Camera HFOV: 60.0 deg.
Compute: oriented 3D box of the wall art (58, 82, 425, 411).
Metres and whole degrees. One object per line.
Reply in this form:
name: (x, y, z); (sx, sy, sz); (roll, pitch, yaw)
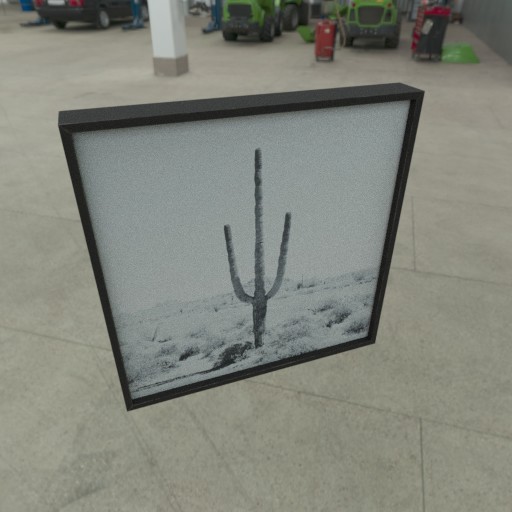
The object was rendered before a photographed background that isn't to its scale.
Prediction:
wall art: (0.000, 0.000, 0.447); (0.305, 0.305, 0.038); (-11, 34, -16)
